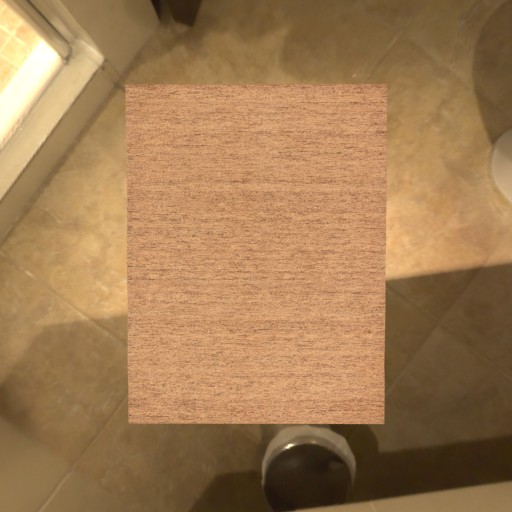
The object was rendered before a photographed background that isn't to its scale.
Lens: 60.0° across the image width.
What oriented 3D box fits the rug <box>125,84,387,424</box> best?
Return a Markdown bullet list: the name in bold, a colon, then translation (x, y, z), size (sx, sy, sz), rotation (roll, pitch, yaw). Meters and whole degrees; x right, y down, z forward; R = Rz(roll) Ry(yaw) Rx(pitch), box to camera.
- **rug**: translation (0.000, 0.000, 4.186), size (2.448, 0.013, 3.205), rotation (0, 92, 0)
